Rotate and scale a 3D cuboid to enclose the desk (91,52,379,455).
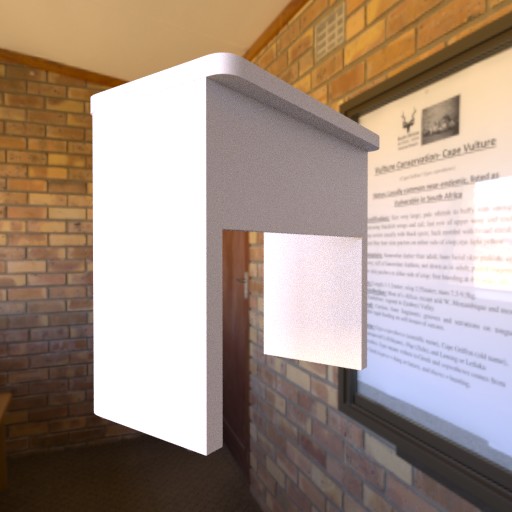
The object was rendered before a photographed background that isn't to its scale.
[{"bbox_3d":[0.000,0.000,1.253,0.446,0.760,0.790,1,1,36],"label":"desk"}]
